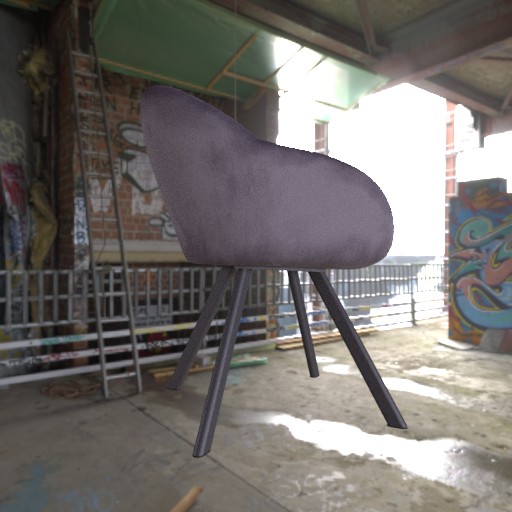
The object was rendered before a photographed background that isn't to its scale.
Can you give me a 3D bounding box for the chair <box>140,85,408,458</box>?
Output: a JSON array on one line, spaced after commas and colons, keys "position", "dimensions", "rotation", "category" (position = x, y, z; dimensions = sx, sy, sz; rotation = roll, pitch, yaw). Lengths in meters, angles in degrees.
[{"position": [0.000, 0.000, 1.166], "dimensions": [0.590, 0.795, 0.550], "rotation": [0, 0, -18], "category": "chair"}]
